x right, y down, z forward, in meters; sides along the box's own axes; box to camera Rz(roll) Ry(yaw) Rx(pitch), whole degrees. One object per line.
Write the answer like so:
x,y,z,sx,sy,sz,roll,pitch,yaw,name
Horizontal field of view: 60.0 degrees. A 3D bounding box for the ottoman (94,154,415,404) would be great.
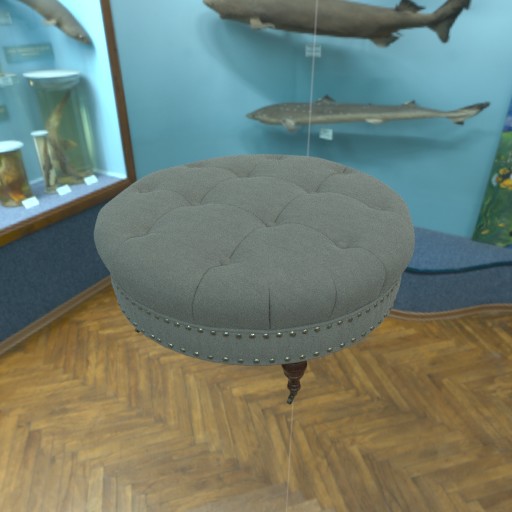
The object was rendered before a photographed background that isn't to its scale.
0.000,0.000,1.356,0.901,0.439,0.901,0,30,0,ottoman
